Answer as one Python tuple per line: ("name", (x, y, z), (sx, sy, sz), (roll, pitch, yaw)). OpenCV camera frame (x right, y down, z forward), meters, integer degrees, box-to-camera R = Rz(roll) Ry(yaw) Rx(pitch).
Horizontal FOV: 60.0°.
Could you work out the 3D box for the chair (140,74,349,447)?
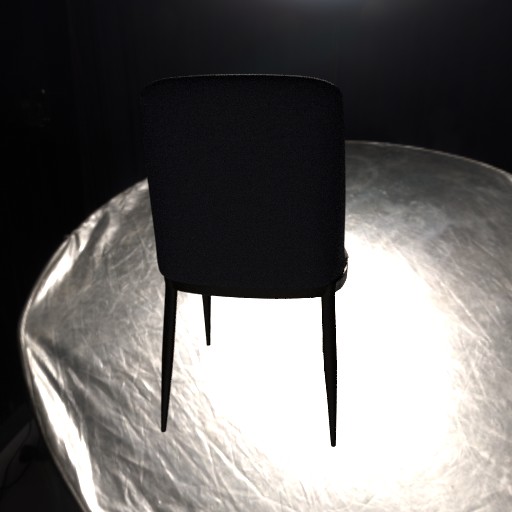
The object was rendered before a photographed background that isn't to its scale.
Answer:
("chair", (0.000, 0.000, 1.158), (0.480, 0.839, 0.551), (2, 18, 7))
